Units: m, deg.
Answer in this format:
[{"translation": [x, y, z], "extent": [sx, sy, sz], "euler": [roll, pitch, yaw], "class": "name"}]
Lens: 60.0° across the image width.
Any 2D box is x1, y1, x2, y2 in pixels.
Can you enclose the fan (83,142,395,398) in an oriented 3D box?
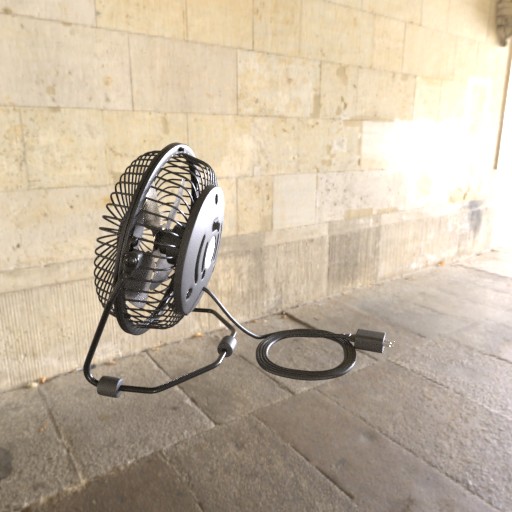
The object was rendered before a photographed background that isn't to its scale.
[{"translation": [0.000, 0.000, 0.306], "extent": [0.202, 0.152, 0.153], "euler": [3, 15, 10], "class": "fan"}]
